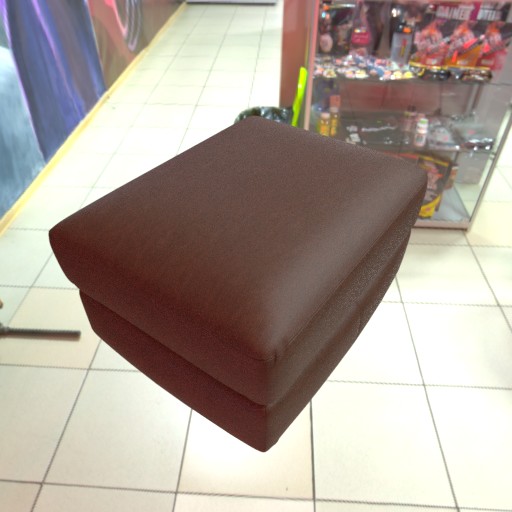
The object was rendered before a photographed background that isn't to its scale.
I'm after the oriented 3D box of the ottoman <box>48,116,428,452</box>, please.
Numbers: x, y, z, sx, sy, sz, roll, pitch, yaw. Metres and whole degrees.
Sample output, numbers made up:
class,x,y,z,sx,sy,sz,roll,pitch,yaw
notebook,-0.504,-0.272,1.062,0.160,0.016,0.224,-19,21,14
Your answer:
class,x,y,z,sx,sy,sz,roll,pitch,yaw
ottoman,0.000,0.000,1.193,0.635,0.508,0.787,26,47,27
